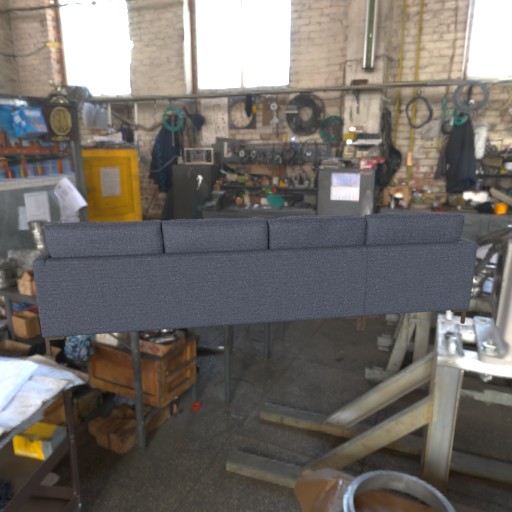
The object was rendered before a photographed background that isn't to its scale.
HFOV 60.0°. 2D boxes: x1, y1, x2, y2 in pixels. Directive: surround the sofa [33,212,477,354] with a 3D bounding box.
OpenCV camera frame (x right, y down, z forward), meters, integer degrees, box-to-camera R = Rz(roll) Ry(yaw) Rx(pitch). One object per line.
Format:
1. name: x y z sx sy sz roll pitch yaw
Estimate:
1. sofa: 0.000 0.000 2.918 2.445 0.673 1.125 -2 15 -9
